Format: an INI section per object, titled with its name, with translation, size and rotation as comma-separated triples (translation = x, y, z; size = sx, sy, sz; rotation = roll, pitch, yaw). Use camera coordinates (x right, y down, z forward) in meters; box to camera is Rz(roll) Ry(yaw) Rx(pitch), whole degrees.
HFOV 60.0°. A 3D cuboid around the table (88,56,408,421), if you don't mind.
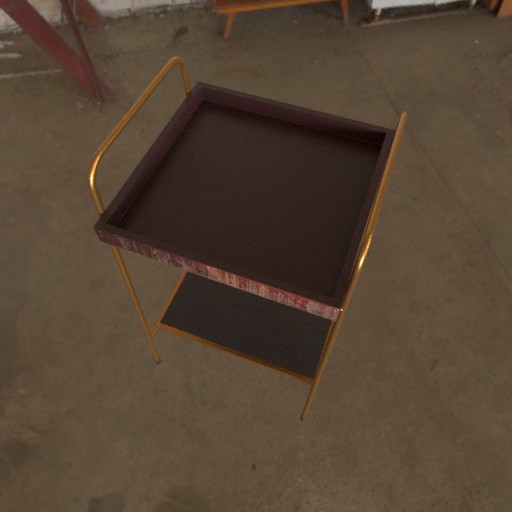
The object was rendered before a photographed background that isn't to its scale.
[table]
translation = 0.000, 0.000, 0.987
size = 0.430, 0.710, 0.430
rotation = 18, 59, 11
